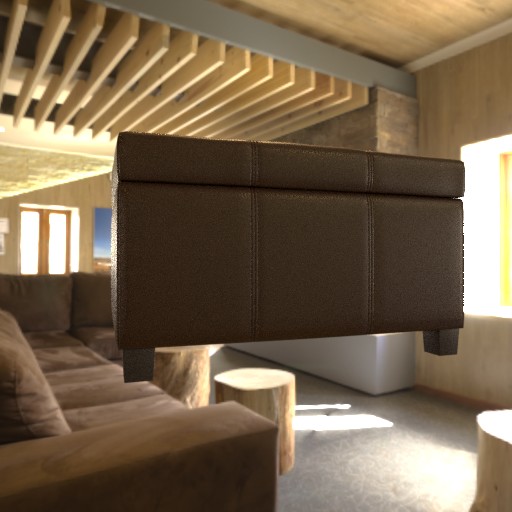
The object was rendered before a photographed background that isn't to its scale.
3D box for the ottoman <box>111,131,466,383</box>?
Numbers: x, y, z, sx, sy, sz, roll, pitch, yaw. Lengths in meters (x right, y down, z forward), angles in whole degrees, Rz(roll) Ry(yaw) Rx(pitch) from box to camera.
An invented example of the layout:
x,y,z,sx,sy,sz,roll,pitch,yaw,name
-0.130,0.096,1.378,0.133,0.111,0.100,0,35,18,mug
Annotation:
x,y,z,sx,sy,sz,roll,pitch,yaw,name
0.000,0.000,1.267,0.787,0.460,0.788,0,0,-18,ottoman
